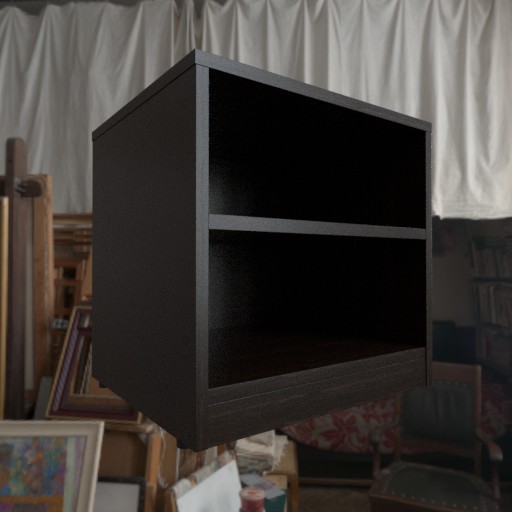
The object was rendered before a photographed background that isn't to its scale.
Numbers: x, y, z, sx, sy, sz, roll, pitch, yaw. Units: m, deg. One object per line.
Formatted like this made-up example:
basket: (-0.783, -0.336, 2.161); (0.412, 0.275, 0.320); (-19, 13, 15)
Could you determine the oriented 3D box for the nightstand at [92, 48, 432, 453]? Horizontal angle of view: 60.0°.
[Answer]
nightstand: (0.000, 0.000, 0.840); (0.489, 0.487, 0.427); (0, -1, -36)
